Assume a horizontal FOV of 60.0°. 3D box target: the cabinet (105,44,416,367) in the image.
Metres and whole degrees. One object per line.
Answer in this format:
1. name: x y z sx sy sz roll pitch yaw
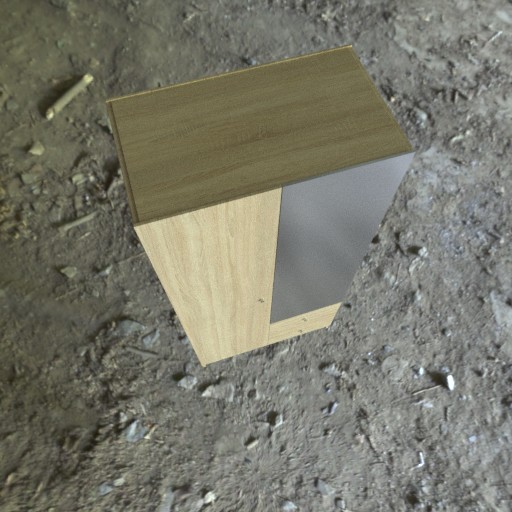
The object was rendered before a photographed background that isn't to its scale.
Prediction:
1. cabinet: 0.000 0.000 2.551 1.001 2.121 0.590 -16 65 -8
